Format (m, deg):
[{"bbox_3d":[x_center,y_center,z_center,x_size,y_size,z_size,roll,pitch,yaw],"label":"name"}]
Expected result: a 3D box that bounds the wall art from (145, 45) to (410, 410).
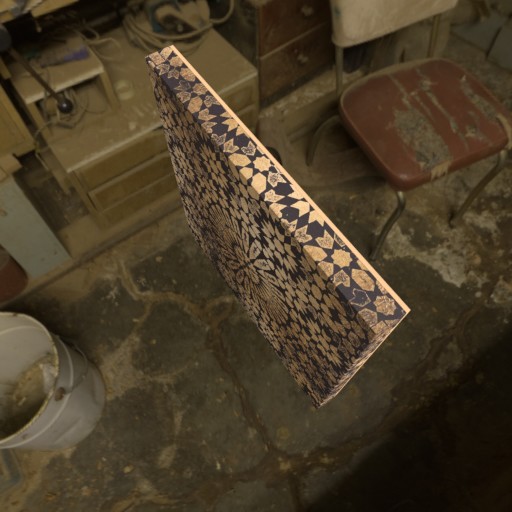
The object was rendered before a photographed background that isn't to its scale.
[{"bbox_3d":[0.000,0.000,0.624,0.038,0.405,0.405,-31,67,-15],"label":"wall art"}]
